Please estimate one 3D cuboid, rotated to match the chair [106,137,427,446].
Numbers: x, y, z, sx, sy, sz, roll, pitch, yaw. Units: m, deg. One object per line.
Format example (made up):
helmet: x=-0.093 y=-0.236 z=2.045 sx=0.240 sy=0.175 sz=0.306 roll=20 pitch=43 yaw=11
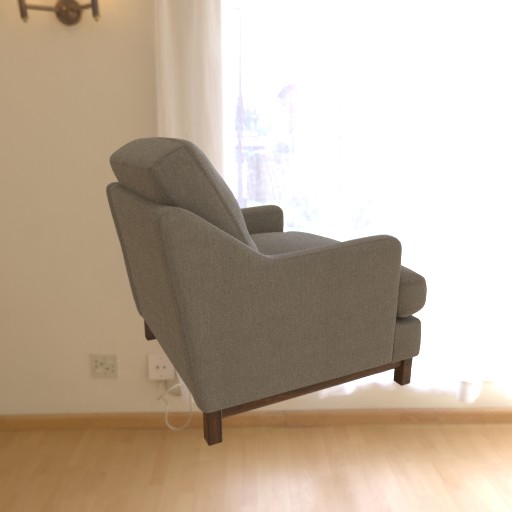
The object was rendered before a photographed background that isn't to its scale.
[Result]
chair: x=0.000 y=0.000 z=1.591 sx=0.892 sy=0.821 sz=0.826 roll=-7 pitch=16 yaw=-25
